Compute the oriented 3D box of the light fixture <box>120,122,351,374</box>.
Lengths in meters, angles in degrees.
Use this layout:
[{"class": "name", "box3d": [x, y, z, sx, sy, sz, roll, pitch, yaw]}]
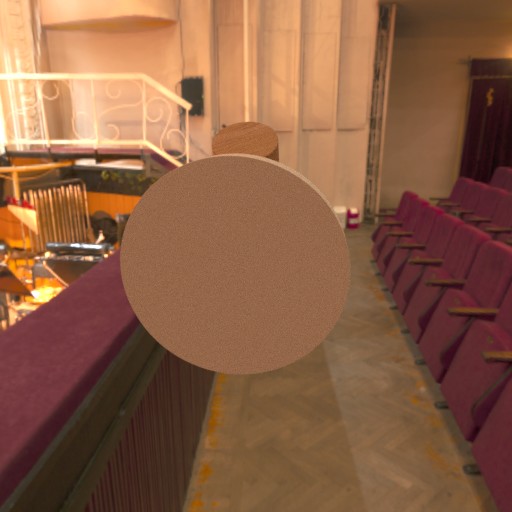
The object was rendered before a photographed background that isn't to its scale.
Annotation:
[{"class": "light fixture", "box3d": [0.000, 0.000, 0.346, 0.127, 0.199, 0.209, 2, 16, 7]}]
